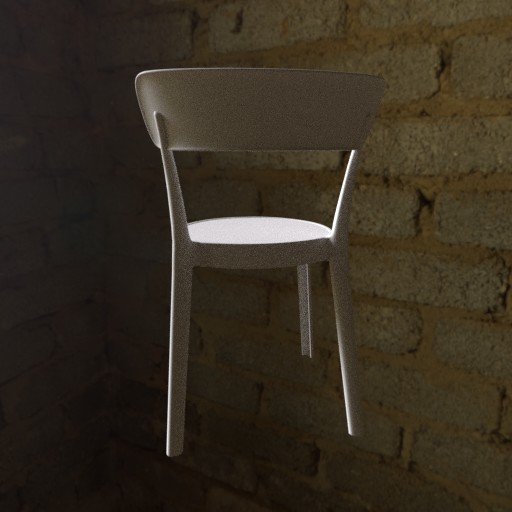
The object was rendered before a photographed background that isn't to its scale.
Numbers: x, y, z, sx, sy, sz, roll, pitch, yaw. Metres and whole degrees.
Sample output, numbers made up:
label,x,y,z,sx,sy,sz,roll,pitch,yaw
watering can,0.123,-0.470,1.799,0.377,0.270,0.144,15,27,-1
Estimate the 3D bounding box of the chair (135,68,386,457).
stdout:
label,x,y,z,sx,sy,sz,roll,pitch,yaw
chair,0.000,0.000,1.089,0.506,0.790,0.491,-2,14,-9
